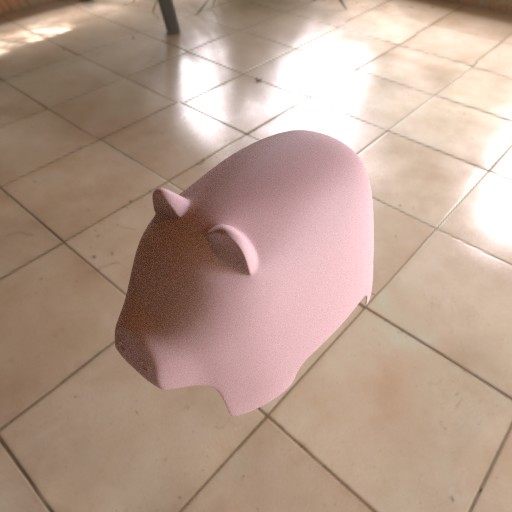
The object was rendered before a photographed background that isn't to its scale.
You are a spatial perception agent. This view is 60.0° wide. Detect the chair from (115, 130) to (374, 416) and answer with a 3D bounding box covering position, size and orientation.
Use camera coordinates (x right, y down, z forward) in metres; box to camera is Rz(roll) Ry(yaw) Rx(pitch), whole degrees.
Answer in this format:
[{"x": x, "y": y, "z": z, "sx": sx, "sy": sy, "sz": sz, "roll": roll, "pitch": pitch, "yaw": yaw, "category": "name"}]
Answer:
[{"x": 0.000, "y": 0.000, "z": 0.881, "sx": 0.364, "sy": 0.423, "sz": 0.619, "roll": 32, "pitch": 54, "yaw": 27, "category": "chair"}]
